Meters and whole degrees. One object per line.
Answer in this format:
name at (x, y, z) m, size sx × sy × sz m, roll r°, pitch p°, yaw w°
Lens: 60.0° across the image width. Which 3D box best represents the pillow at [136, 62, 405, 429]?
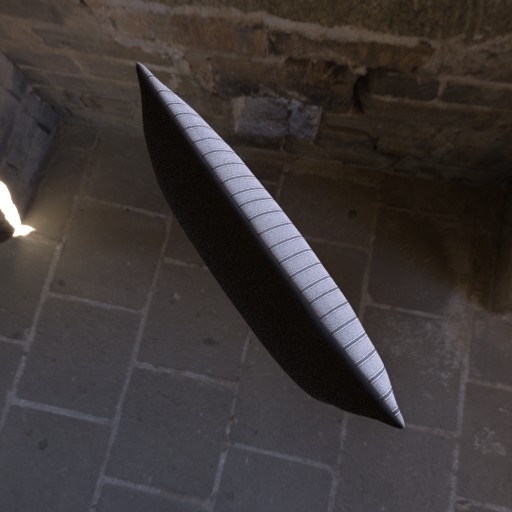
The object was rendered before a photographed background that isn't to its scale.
pillow at (0.000, 0.000, 0.725) m, size 0.151 × 0.305 × 0.609 m, roll -34°, pitch 78°, yaw -8°
